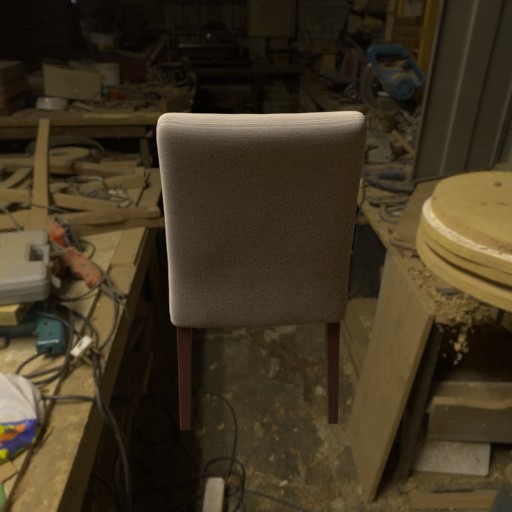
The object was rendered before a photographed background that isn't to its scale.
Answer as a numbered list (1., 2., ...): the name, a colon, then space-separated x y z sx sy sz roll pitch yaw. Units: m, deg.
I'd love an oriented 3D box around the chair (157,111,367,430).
1. chair: 0.000 0.000 1.325 0.515 0.940 0.638 -1 29 -3
